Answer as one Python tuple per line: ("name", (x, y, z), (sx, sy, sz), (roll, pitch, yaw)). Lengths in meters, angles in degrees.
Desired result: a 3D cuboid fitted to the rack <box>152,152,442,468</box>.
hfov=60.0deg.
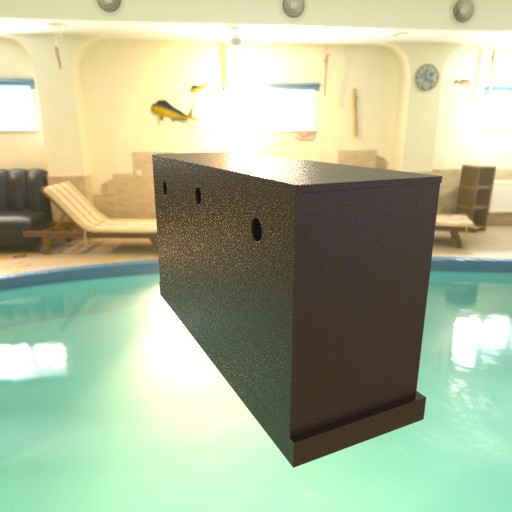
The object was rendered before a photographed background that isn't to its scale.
("rack", (0.000, 0.000, 1.520), (0.399, 0.635, 1.206), (-8, 18, -25))
